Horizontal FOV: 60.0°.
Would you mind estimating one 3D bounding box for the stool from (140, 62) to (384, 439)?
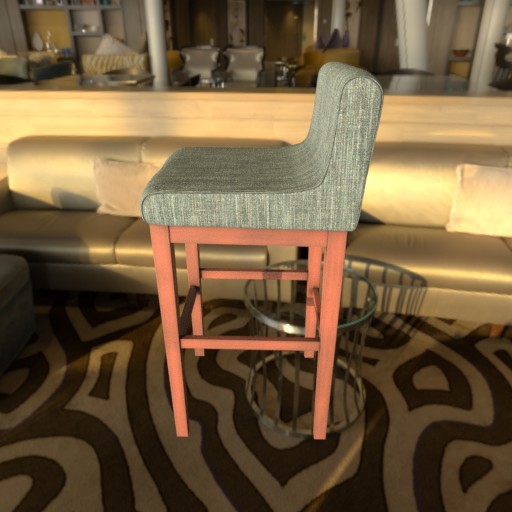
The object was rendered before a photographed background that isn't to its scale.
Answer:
[{"bbox_3d":[0.000,0.000,1.214,0.499,0.965,0.426,1,26,1],"label":"stool"}]
